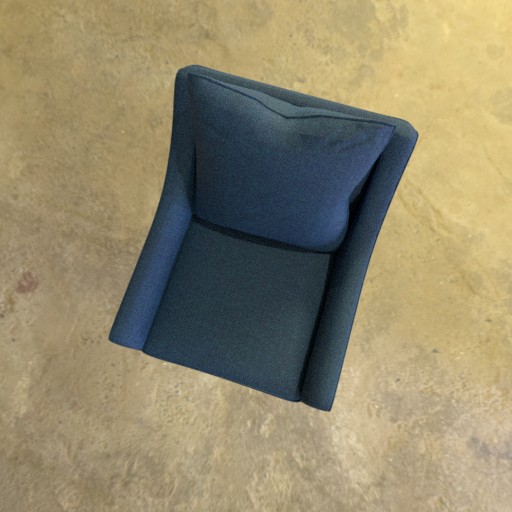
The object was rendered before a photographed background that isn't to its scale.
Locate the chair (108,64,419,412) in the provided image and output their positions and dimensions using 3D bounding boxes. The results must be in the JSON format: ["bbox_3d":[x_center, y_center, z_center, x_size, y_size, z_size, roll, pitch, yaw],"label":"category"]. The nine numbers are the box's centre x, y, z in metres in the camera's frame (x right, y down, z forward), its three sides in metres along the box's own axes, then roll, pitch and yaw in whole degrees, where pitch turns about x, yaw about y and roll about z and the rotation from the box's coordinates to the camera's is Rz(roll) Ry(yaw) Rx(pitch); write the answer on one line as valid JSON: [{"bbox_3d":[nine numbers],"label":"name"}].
[{"bbox_3d":[0.000,0.000,1.553,0.750,0.939,0.870,17,75,4],"label":"chair"}]
